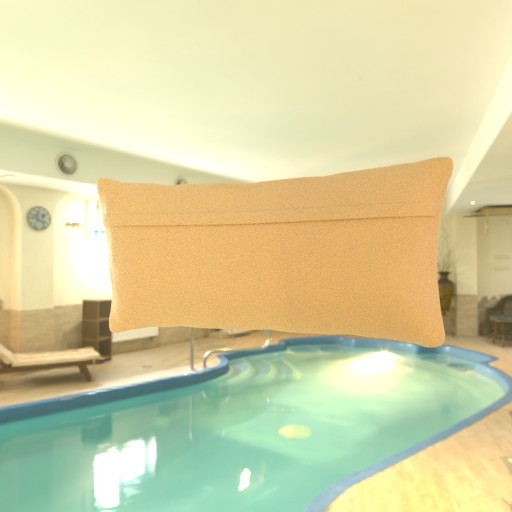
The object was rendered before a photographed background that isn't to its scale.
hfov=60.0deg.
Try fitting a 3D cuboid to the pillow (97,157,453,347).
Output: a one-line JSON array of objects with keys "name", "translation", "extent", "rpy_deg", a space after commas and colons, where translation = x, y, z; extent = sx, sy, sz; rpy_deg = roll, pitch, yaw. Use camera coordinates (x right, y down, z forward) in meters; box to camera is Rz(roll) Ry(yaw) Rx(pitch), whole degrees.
[{"name": "pillow", "translation": [0.000, 0.000, 0.749], "extent": [0.609, 0.292, 0.155], "rpy_deg": [0, -1, 18]}]
